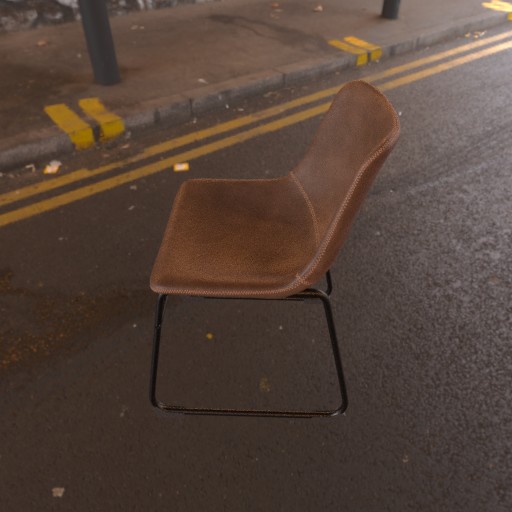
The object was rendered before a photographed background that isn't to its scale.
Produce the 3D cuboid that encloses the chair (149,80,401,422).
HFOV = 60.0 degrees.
[{"bbox_3d":[0.000,0.000,1.124,0.551,0.780,0.460,1,41,1],"label":"chair"}]
